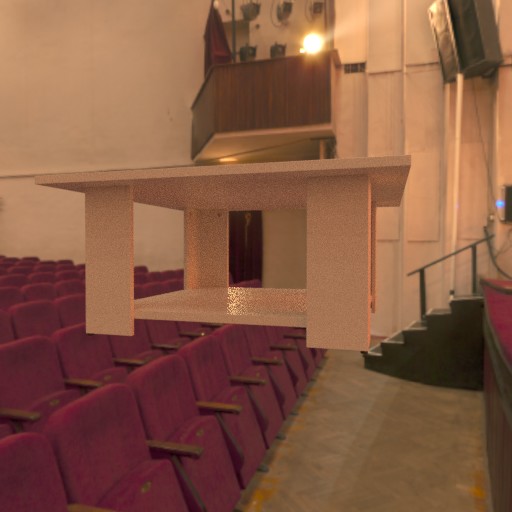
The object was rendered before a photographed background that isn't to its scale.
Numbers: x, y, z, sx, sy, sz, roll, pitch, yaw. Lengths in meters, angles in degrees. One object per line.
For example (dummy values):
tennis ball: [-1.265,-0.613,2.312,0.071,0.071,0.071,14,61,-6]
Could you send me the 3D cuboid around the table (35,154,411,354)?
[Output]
table: [0.000,0.000,1.063,0.670,0.305,0.670,0,1,17]
